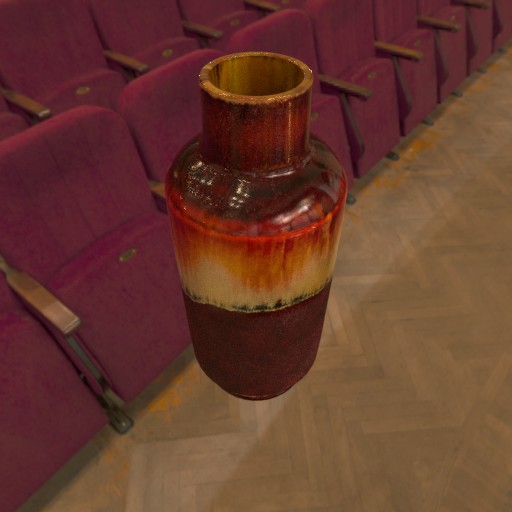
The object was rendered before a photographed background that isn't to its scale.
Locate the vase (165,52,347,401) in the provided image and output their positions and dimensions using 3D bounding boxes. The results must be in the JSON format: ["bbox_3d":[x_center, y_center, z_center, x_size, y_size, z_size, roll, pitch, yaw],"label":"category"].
[{"bbox_3d":[0.000,0.000,0.315,0.111,0.261,0.111,0,45,0],"label":"vase"}]
